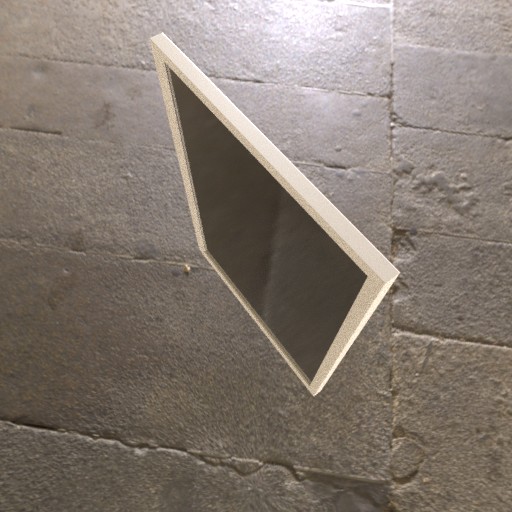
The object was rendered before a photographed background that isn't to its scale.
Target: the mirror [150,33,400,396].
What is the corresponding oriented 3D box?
[{"bbox_3d":[0.000,0.000,1.325,0.040,1.016,0.762,-33,67,-16],"label":"mirror"}]
